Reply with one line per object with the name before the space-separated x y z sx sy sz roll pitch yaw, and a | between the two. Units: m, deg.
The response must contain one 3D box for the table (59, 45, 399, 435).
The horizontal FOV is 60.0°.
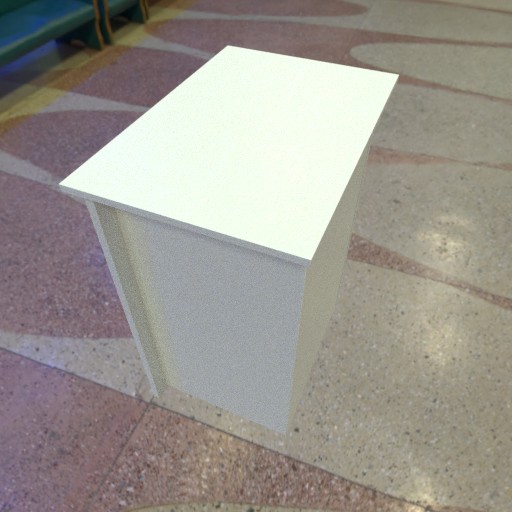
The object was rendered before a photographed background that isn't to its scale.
table | 0.000 0.000 1.062 0.406 0.711 0.589 17 48 16
